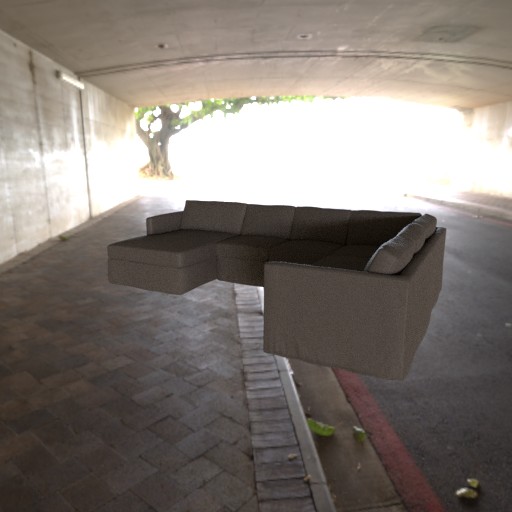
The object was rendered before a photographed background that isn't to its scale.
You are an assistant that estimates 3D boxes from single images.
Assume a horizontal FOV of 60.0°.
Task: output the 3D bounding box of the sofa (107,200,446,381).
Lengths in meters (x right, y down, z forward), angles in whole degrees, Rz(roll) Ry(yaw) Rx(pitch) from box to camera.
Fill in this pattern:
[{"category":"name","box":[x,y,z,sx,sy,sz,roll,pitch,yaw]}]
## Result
[{"category":"sofa","box":[0.000,0.000,4.647,3.528,0.878,2.476,7,14,27]}]
